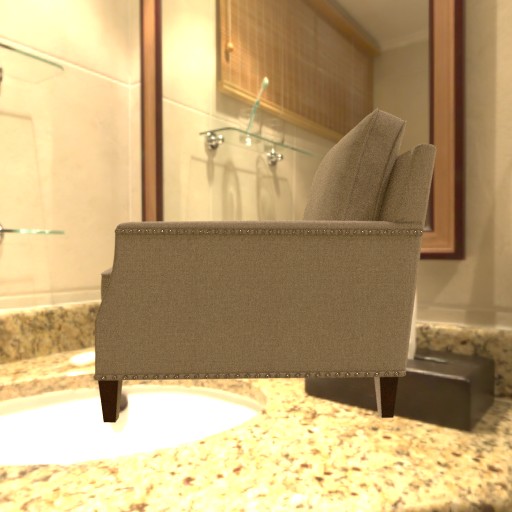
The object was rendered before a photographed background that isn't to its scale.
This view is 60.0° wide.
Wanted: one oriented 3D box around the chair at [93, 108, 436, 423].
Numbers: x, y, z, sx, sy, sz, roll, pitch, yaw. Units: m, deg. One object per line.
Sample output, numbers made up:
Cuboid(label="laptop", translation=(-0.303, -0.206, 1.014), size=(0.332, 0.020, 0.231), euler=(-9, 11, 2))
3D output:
Cuboid(label="chair", translation=(0.000, 0.000, 1.684), size=(1.014, 0.943, 0.853), euler=(0, 1, -2))
